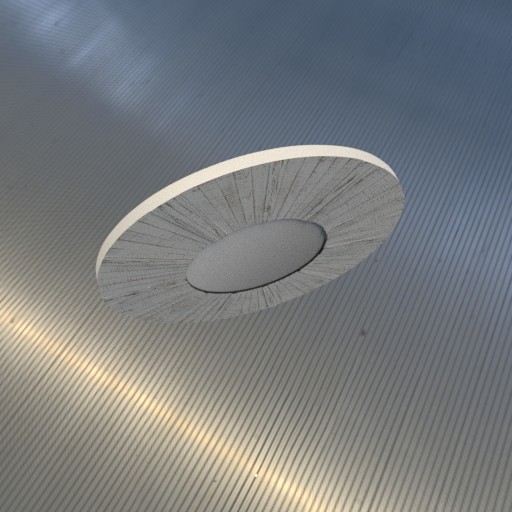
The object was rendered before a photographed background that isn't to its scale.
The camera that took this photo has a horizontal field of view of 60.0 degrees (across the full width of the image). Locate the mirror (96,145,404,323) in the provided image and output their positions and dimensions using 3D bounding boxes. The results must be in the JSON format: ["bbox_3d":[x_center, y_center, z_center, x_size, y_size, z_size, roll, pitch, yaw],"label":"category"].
[{"bbox_3d":[0.000,0.000,1.337,0.914,0.914,0.038,-15,65,-7],"label":"mirror"}]
